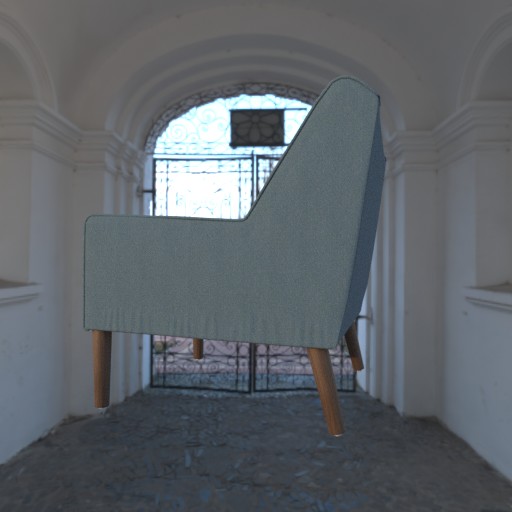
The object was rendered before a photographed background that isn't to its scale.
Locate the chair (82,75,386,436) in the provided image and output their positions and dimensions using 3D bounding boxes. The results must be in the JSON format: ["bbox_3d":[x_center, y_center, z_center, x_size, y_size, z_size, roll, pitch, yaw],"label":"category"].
[{"bbox_3d":[0.000,0.000,1.317,0.733,0.780,0.663,0,-1,18],"label":"chair"}]
